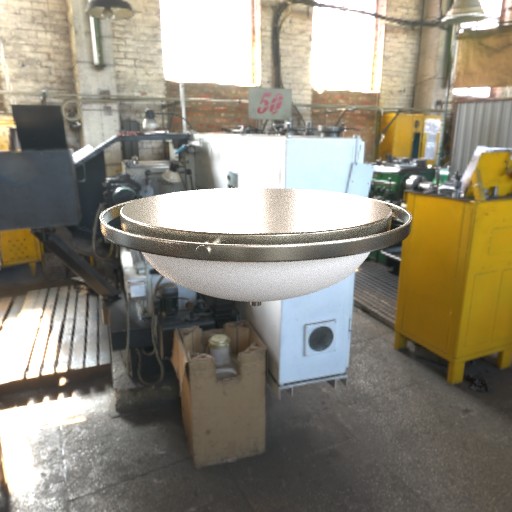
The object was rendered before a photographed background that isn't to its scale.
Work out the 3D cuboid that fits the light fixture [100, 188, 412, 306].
[{"bbox_3d":[0.000,0.000,0.556,0.361,0.130,0.361,0,16,0],"label":"light fixture"}]
